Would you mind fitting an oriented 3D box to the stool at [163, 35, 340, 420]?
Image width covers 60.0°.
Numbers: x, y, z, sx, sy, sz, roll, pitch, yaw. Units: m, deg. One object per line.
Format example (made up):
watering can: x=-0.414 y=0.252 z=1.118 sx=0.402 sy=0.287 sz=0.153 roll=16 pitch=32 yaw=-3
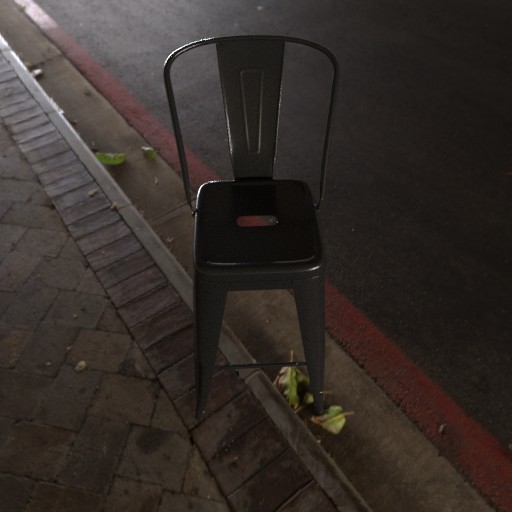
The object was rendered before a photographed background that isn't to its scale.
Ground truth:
stool: x=0.000 y=0.000 z=1.274 sx=0.432 sy=1.022 sz=0.528 roll=-2 pitch=48 yaw=-2
